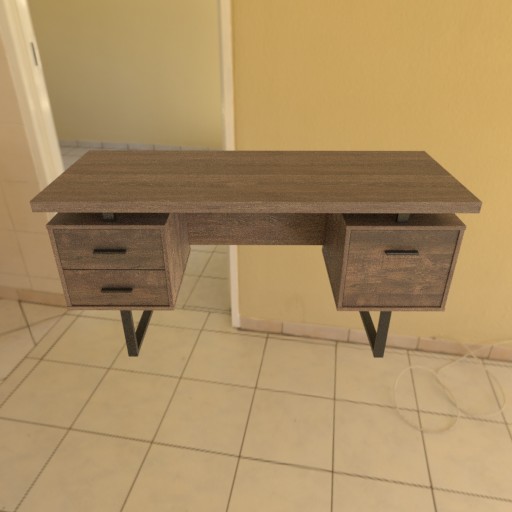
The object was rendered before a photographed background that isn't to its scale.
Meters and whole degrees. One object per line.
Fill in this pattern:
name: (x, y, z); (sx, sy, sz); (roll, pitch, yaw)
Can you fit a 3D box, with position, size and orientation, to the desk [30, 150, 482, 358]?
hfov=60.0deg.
desk: (0.000, 0.000, 1.939); (1.524, 0.760, 0.600); (0, 30, 0)
